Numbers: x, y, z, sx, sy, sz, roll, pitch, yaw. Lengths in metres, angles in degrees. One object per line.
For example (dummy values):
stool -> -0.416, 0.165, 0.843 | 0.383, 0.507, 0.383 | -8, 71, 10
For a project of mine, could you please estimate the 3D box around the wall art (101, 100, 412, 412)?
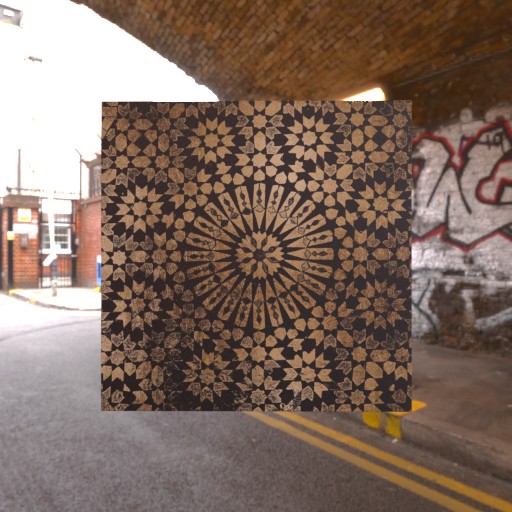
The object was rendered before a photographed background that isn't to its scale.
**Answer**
wall art -> 0.000, 0.000, 1.319 | 0.914, 0.914, 0.038 | 0, 0, 0
